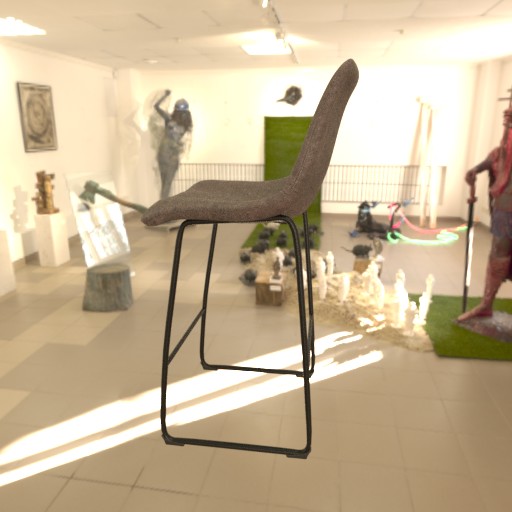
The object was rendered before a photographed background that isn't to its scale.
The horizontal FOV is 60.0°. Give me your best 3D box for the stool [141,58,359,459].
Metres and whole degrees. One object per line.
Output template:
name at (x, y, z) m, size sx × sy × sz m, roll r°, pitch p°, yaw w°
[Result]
stool at (0.000, 0.000, 1.381) m, size 0.561 × 1.082 × 0.514 m, roll 2°, pitch 16°, yaw 8°
